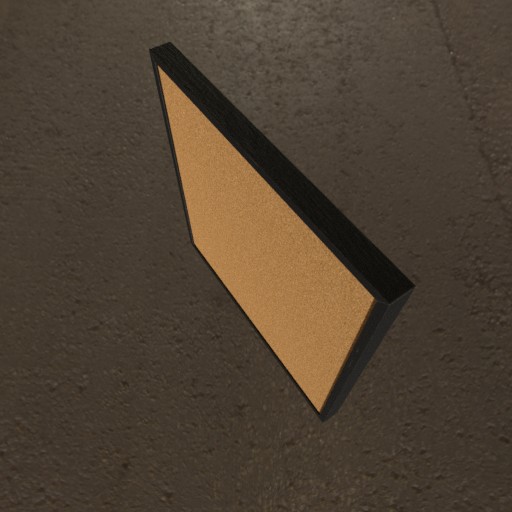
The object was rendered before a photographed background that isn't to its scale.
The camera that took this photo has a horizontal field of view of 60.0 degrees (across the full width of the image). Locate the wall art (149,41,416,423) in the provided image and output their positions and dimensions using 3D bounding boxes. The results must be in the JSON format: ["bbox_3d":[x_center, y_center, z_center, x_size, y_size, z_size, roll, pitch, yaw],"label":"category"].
[{"bbox_3d":[0.000,0.000,0.755,0.036,0.506,0.506,-30,62,-18],"label":"wall art"}]
